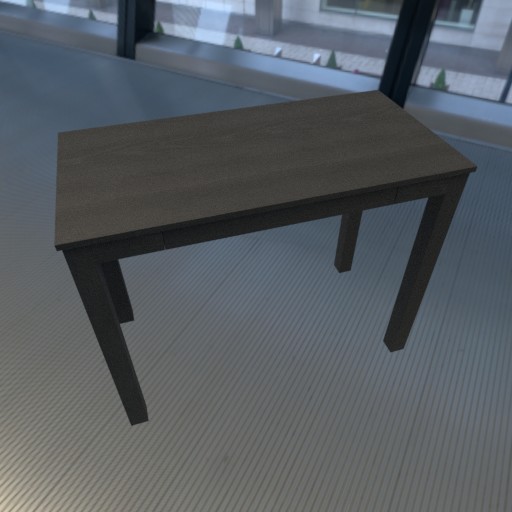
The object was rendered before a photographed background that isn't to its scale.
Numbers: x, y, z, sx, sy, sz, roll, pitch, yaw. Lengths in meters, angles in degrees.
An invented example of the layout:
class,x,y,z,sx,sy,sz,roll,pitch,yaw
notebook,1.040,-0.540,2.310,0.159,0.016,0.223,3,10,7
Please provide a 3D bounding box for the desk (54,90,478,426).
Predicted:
class,x,y,z,sx,sy,sz,roll,pitch,yaw
desk,0.000,0.000,1.416,0.991,0.762,0.499,-12,44,-13
